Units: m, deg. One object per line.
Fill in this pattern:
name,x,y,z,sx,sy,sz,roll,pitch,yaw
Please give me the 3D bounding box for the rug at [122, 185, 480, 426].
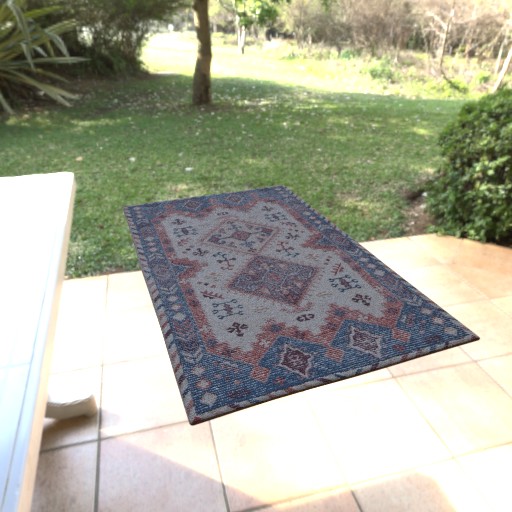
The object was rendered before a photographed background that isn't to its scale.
rug,0.000,0.000,3.031,1.521,0.023,2.464,-11,31,-18
